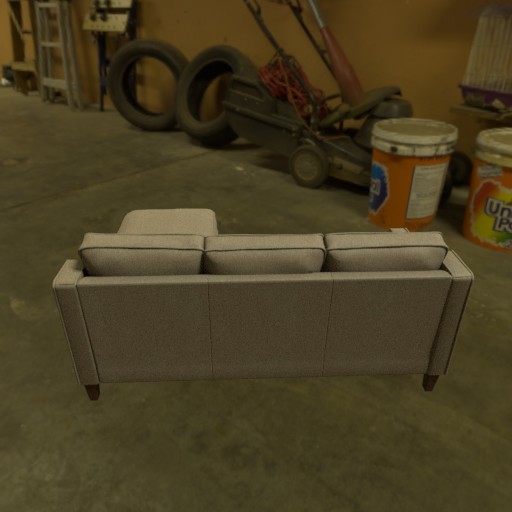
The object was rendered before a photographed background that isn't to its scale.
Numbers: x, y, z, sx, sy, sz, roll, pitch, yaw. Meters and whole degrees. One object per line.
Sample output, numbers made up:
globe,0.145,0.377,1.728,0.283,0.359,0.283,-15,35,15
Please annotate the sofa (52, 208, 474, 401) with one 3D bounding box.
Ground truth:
sofa,0.000,0.000,3.355,2.317,1.081,1.858,-1,29,-2
